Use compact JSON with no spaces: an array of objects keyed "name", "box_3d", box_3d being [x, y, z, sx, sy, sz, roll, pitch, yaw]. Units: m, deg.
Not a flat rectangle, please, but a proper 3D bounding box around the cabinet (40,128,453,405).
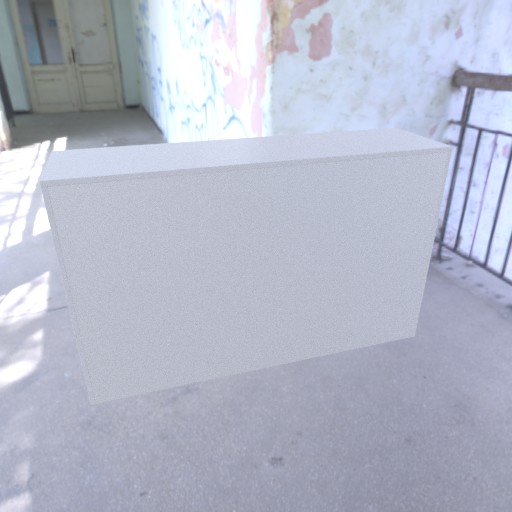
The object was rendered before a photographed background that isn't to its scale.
[{"name":"cabinet","box_3d":[0.000,0.000,1.860,1.450,0.900,0.380,-8,28,-15]}]
